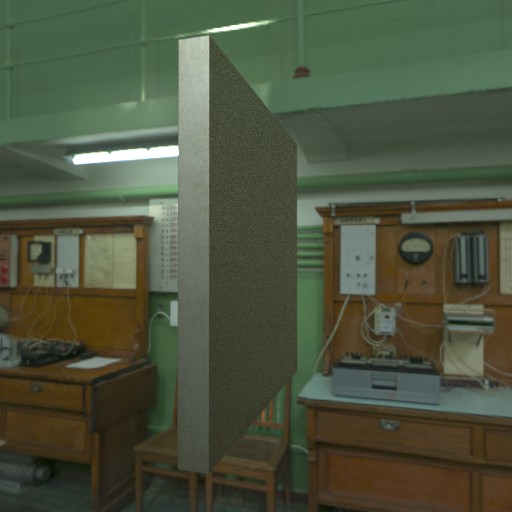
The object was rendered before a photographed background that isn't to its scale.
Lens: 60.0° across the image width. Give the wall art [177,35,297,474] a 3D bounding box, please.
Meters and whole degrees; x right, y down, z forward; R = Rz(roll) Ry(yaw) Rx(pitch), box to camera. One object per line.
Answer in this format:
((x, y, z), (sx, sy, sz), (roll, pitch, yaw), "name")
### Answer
((0.000, 0.000, 0.756), (0.040, 0.506, 0.503), (0, -1, 17), "wall art")
